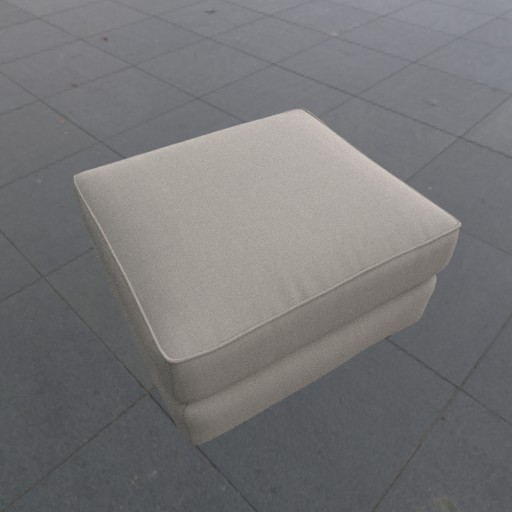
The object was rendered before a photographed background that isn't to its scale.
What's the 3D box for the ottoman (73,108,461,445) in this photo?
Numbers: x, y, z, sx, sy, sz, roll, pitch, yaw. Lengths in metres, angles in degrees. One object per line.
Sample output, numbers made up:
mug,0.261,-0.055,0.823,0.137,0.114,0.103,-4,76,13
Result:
ottoman,0.000,0.000,1.153,0.716,0.505,0.662,-23,50,-21
